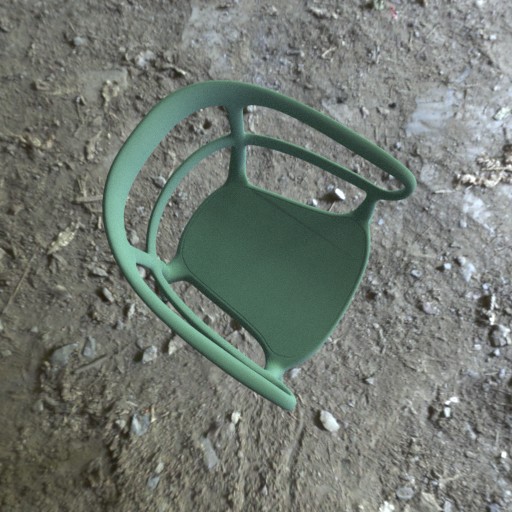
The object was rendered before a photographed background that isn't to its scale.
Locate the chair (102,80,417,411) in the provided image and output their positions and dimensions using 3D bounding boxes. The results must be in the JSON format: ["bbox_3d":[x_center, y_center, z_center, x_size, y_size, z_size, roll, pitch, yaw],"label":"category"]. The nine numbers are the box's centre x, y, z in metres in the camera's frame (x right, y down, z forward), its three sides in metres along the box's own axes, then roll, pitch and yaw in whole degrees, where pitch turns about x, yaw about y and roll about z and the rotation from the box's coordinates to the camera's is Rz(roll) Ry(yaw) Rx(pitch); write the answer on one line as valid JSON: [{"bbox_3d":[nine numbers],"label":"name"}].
[{"bbox_3d":[0.000,0.000,1.141,0.527,0.761,0.559,30,77,8],"label":"chair"}]
